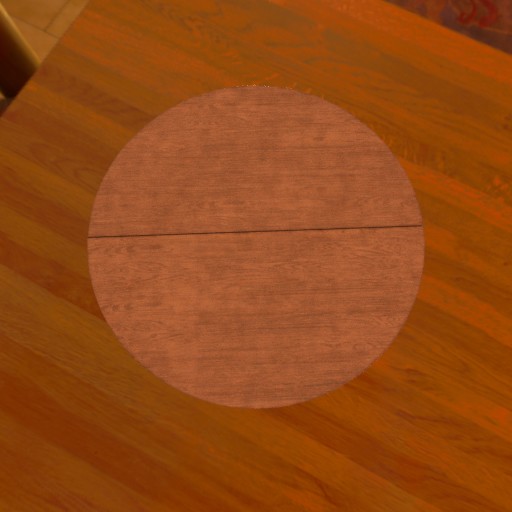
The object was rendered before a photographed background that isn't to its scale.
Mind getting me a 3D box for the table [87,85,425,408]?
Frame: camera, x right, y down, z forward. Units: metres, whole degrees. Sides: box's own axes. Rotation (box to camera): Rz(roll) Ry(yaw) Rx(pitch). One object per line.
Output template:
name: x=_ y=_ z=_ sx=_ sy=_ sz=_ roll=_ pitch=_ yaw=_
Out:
table: x=0.000 y=0.000 z=2.171 sx=1.363 sy=0.781 sz=1.363 roll=0 pitch=75 yaw=0
